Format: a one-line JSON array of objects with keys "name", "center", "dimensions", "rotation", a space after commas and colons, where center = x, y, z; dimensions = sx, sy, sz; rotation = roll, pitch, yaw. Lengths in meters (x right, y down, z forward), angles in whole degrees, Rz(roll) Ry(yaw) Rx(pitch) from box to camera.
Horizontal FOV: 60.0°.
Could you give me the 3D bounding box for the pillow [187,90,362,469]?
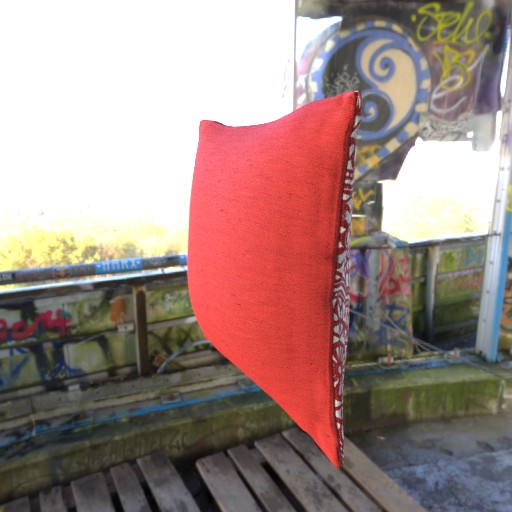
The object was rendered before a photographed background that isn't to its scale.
[{"name": "pillow", "center": [0.000, 0.000, 0.660], "dimensions": [0.162, 0.419, 0.438], "rotation": [-7, 14, -26]}]
